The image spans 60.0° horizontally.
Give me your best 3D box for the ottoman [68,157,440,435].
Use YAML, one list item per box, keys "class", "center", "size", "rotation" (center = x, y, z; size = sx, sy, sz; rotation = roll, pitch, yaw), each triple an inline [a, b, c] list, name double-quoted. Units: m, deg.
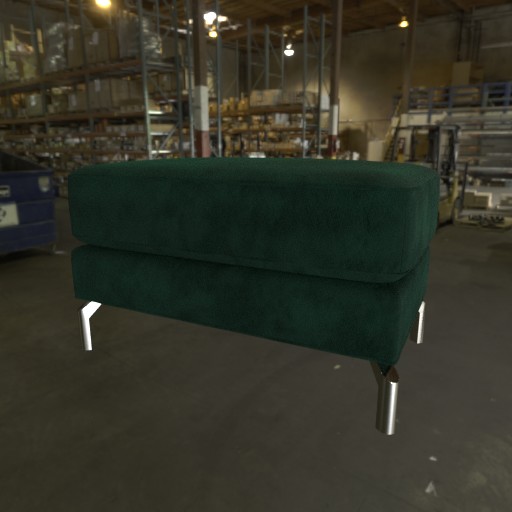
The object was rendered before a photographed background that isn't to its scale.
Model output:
- class: "ottoman"
  center: [0.000, 0.000, 1.234]
  size: [0.886, 0.533, 0.536]
  rotation: [7, 16, 26]
